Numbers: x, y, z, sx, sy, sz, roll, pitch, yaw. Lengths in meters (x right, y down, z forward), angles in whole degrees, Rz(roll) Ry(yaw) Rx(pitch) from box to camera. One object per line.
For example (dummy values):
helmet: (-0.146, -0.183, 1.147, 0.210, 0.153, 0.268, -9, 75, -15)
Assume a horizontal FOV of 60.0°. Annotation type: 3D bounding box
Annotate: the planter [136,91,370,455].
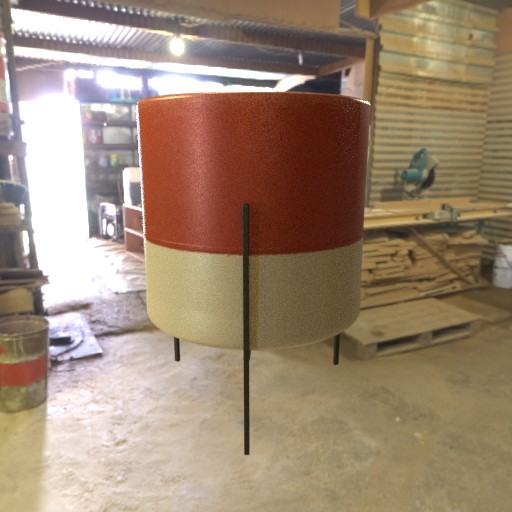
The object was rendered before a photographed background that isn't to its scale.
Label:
planter: (0.000, 0.000, 0.721, 0.354, 0.465, 0.345, -7, 15, -27)
